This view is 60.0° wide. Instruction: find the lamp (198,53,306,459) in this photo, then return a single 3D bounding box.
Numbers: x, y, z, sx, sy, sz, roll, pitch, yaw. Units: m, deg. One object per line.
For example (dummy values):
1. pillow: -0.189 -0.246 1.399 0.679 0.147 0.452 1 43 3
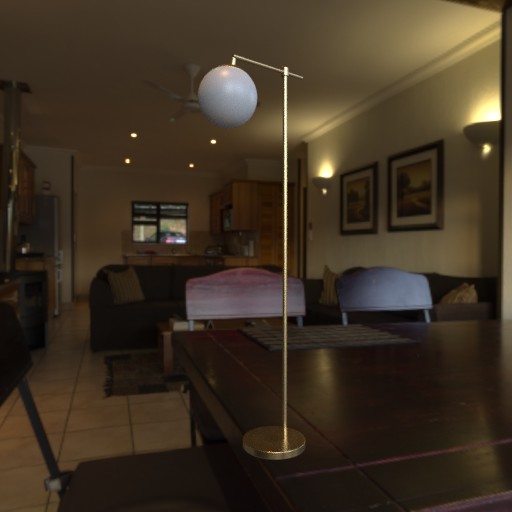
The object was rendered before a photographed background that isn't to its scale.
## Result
1. lamp: 0.000 0.000 1.701 0.476 1.505 0.249 0 1 -37
